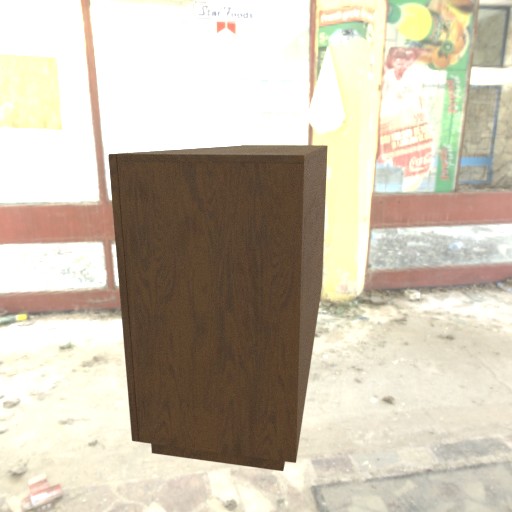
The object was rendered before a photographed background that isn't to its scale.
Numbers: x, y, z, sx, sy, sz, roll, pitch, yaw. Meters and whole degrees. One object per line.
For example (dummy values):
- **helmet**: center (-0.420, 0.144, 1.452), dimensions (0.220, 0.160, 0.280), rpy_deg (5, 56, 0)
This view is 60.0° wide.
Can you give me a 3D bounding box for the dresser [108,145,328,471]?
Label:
- **dresser**: center (0.000, 0.000, 1.875), dimensions (0.512, 0.889, 1.523), rpy_deg (3, 15, 10)
